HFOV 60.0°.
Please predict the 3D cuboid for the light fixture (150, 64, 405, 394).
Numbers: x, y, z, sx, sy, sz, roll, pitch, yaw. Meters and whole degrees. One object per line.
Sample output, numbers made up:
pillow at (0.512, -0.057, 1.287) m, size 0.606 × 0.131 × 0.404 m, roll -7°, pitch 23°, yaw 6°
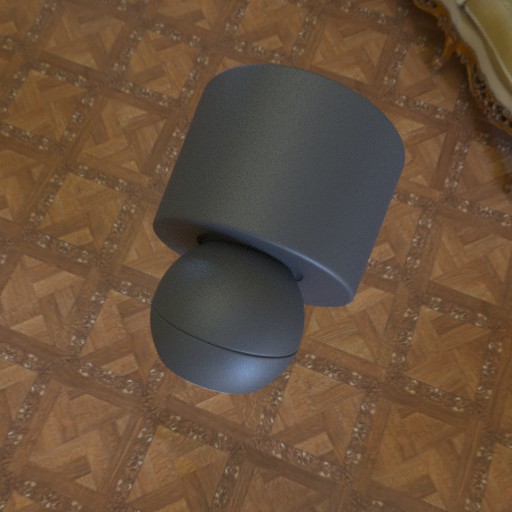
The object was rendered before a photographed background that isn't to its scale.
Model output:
light fixture at (0.000, 0.000, 0.268) m, size 0.134 × 0.143 × 0.160 m, roll 19°, pitch 75°, yaw 5°
